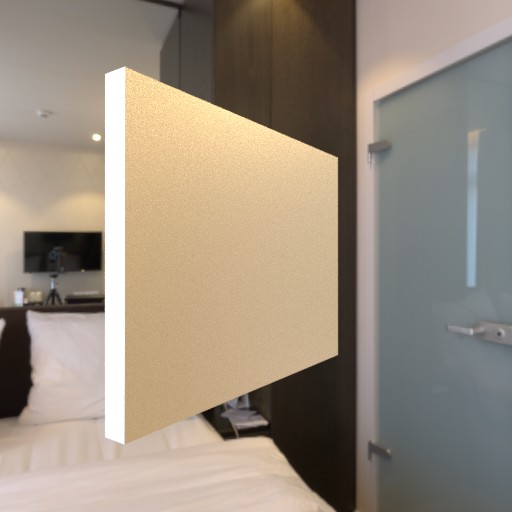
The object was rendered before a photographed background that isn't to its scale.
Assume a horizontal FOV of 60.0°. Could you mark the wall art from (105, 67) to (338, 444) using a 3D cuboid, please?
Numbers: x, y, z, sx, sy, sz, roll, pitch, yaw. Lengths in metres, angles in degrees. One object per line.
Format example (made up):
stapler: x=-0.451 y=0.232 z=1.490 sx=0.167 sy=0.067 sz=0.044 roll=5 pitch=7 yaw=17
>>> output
wall art: x=0.000 y=0.000 z=1.390 sx=0.066 sy=0.801 sz=1.056 roll=0 pitch=0 yaw=35
